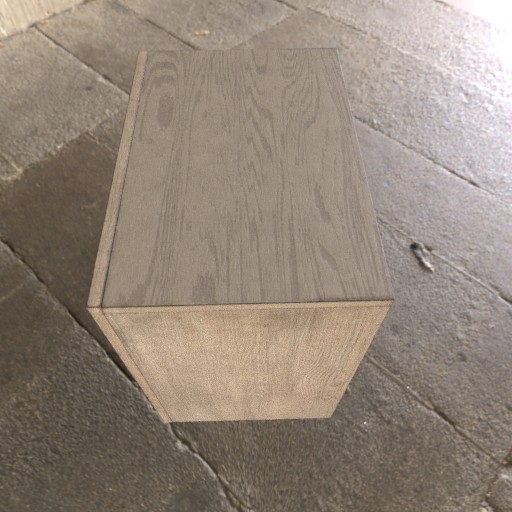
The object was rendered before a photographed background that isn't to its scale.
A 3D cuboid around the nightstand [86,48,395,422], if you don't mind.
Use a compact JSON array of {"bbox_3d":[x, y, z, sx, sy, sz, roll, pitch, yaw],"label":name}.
[{"bbox_3d":[0.000,0.000,1.052,0.483,0.673,0.612,-1,56,-1],"label":"nightstand"}]
